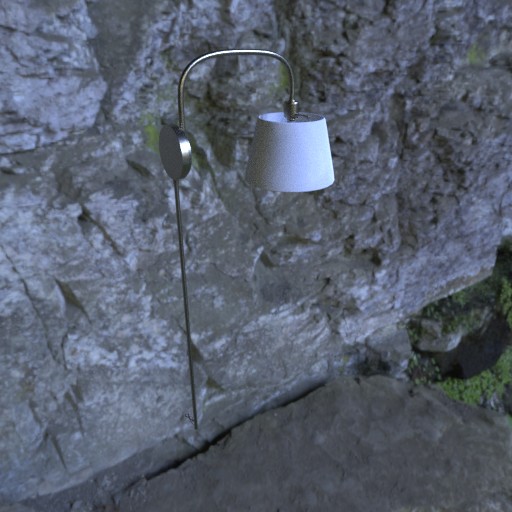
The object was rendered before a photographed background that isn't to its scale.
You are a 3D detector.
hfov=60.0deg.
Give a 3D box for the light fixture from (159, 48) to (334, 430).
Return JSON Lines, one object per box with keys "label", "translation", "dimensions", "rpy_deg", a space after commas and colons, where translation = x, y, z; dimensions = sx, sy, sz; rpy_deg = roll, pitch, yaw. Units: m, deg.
{"label": "light fixture", "translation": [0.000, 0.000, 0.471], "dimensions": [0.176, 0.399, 0.092], "rpy_deg": [-17, 31, -31]}
